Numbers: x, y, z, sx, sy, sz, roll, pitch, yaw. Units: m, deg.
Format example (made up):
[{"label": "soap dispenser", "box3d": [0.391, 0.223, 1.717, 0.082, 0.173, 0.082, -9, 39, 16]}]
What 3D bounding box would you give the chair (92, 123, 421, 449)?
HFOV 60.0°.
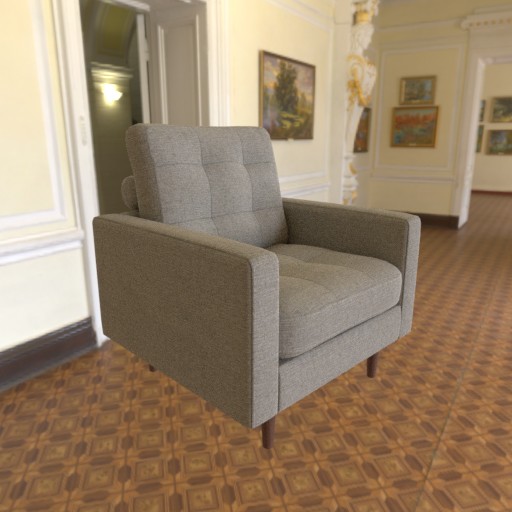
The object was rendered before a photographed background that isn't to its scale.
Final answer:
[{"label": "chair", "box3d": [0.000, 0.000, 1.534, 0.821, 0.880, 0.843, -14, 20, -43]}]
